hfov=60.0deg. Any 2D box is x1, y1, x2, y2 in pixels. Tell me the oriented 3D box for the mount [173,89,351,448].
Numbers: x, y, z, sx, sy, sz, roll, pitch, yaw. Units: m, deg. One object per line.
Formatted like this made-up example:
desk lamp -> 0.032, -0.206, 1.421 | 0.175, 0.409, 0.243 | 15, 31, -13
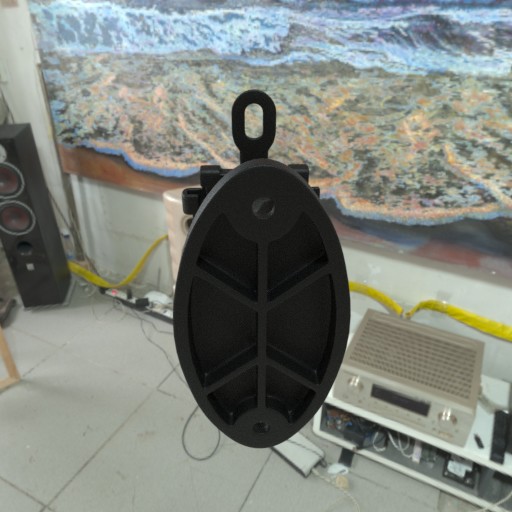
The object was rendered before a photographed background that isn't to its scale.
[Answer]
mount -> 0.000, 0.000, 0.176 | 0.066, 0.118, 0.100 | -1, 30, -2
